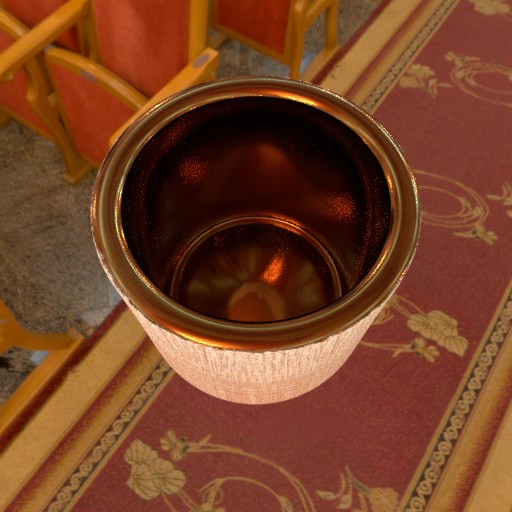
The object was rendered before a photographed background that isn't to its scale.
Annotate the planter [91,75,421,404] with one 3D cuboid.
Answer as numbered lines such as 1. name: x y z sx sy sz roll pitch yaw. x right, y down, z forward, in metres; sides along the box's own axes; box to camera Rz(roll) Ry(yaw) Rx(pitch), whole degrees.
1. planter: 0.000 0.000 0.305 0.177 0.157 0.177 0 63 0
